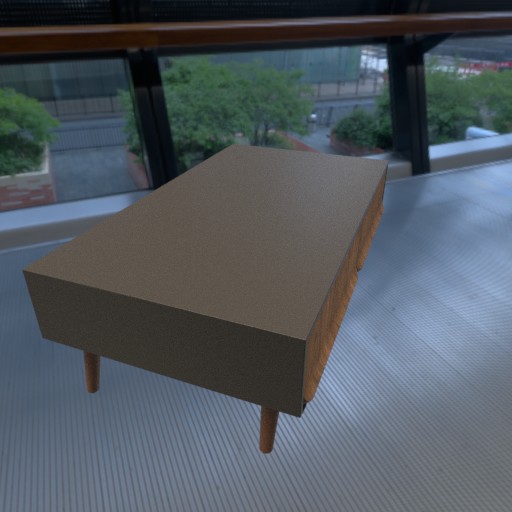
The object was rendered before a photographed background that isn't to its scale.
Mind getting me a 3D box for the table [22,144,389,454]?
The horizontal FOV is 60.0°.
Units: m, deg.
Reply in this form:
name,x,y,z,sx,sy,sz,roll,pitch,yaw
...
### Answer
name,x,y,z,sx,sy,sz,roll,pitch,yaw
table,0.000,0.000,1.510,0.703,0.404,1.201,11,31,19
